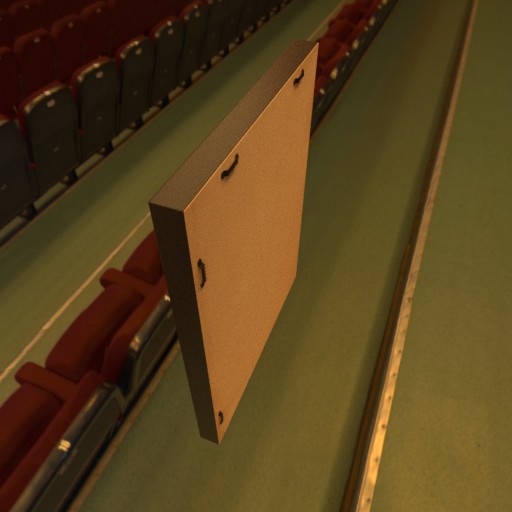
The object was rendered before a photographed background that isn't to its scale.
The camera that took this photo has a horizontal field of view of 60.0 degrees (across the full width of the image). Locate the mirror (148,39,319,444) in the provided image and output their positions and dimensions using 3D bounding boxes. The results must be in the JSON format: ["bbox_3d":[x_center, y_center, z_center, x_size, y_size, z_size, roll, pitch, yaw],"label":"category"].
[{"bbox_3d":[0.000,0.000,0.693,0.041,0.508,0.405,16,48,15],"label":"mirror"}]
